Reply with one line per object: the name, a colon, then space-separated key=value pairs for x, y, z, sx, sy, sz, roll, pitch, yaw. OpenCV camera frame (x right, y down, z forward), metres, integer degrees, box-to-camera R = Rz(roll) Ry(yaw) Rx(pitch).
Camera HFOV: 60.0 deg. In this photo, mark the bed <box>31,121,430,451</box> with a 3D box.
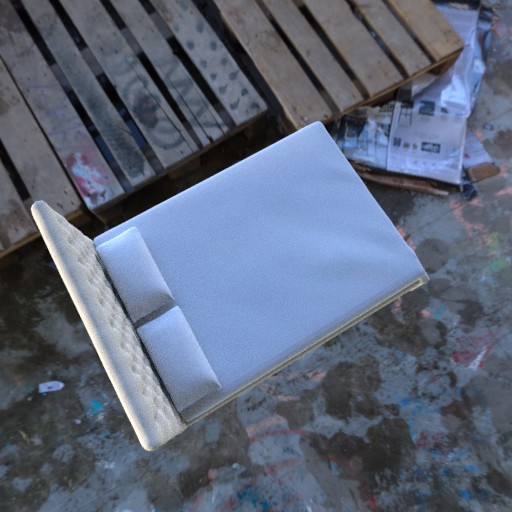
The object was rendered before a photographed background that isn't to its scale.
bed: x=0.000 y=0.000 z=3.439 sx=2.387 sy=1.427 sz=1.698 roll=-29 pitch=76 yaw=-8
